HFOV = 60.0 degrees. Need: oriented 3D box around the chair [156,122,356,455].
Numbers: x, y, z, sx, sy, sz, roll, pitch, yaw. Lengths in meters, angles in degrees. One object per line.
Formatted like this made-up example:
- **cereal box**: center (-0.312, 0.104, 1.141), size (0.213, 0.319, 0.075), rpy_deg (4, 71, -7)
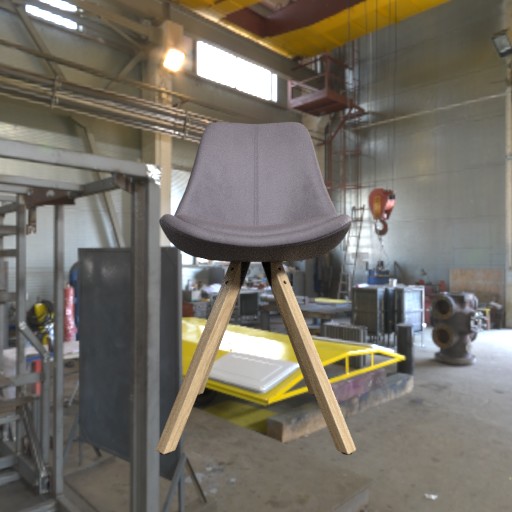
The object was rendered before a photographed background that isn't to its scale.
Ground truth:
- **chair**: center (0.000, 0.000, 1.185), size (0.483, 0.865, 0.547), rpy_deg (0, 0, 0)
